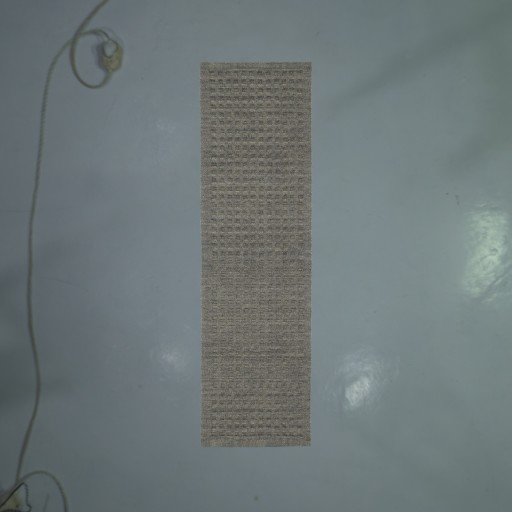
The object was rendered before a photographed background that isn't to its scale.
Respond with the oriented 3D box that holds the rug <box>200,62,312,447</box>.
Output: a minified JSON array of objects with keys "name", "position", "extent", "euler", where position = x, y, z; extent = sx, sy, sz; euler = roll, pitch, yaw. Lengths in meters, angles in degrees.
[{"name":"rug","position":[0.000,0.000,2.812],"extent":[0.706,0.009,2.443],"euler":[0,91,0]}]
